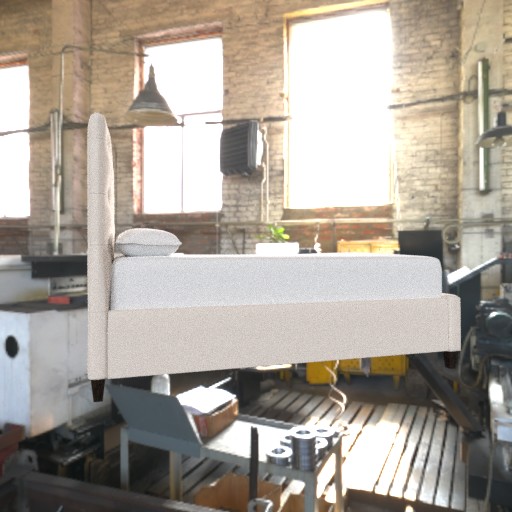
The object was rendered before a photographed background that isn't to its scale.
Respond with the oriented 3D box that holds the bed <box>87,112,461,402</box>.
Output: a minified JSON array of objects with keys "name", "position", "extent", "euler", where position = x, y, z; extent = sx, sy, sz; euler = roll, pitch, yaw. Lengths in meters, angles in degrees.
[{"name":"bed","position":[0.000,0.000,3.281],"extent":[2.233,1.426,1.696],"euler":[0,1,-17]}]
